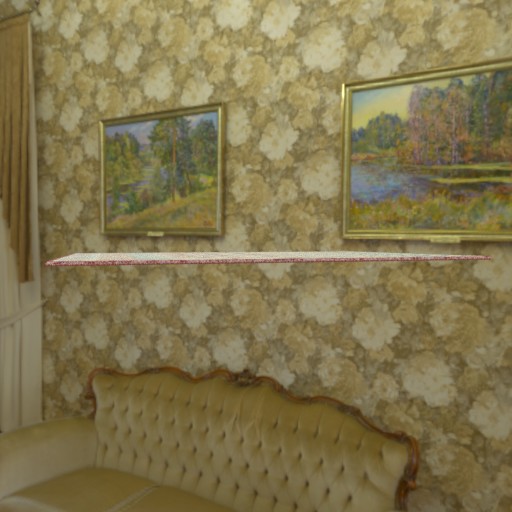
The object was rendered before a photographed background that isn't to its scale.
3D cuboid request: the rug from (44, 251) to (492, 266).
[{"bbox_3d":[0.000,0.000,2.278,1.829,0.016,1.219,-1,2,-18],"label":"rug"}]
